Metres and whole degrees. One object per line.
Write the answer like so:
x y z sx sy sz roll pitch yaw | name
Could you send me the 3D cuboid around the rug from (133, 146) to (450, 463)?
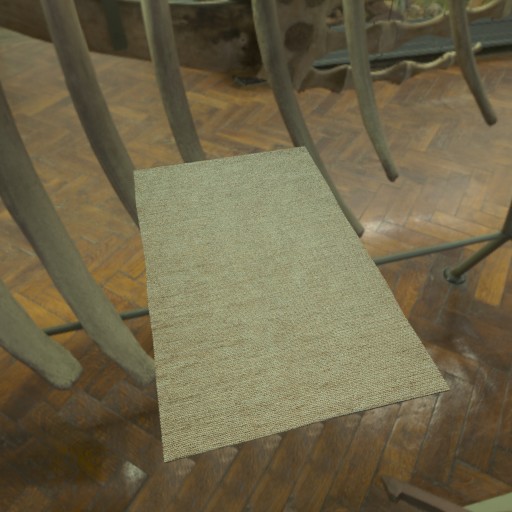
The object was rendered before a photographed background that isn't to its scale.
0.000 0.000 3.056 1.533 0.011 2.439 -10 47 -10 | rug
